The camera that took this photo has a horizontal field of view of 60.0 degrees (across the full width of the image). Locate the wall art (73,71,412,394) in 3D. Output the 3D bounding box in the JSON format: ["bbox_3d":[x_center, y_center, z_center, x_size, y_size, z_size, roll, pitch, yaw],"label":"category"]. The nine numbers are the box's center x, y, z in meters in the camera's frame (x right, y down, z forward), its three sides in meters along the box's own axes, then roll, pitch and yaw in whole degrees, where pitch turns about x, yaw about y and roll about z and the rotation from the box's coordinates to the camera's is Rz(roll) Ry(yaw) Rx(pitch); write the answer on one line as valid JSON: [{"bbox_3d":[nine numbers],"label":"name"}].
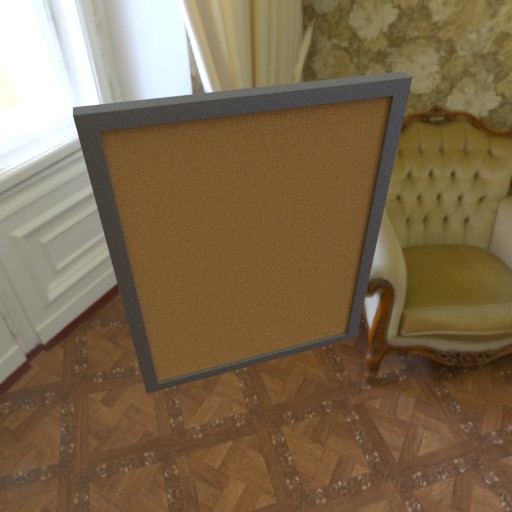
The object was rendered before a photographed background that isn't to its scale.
[{"bbox_3d":[0.000,0.000,0.757,0.458,0.558,0.029,-12,40,-14],"label":"wall art"}]
